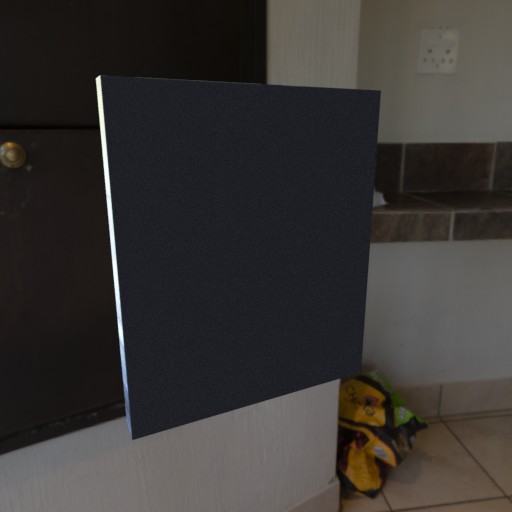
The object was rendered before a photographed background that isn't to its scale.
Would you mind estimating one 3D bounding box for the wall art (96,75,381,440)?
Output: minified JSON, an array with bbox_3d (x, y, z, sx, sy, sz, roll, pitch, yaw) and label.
[{"bbox_3d":[0.000,0.000,0.707,0.435,0.511,0.037,-8,17,-26],"label":"wall art"}]
